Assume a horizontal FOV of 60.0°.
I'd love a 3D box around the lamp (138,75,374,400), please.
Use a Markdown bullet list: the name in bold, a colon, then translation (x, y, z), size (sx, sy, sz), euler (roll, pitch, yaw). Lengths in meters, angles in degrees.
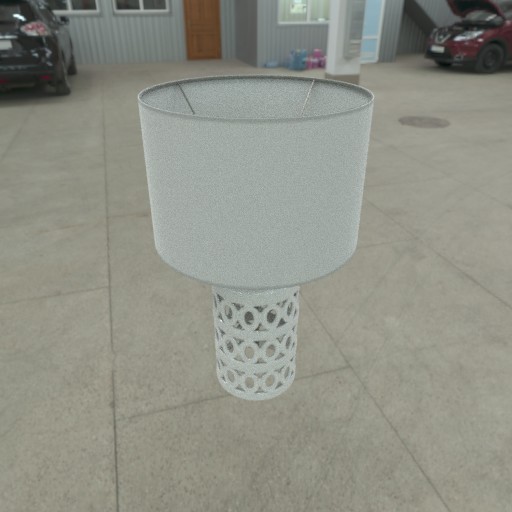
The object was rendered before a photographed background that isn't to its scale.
- **lamp**: translation (0.000, 0.000, 0.713), size (0.310, 0.502, 0.310), euler (0, 30, 0)
